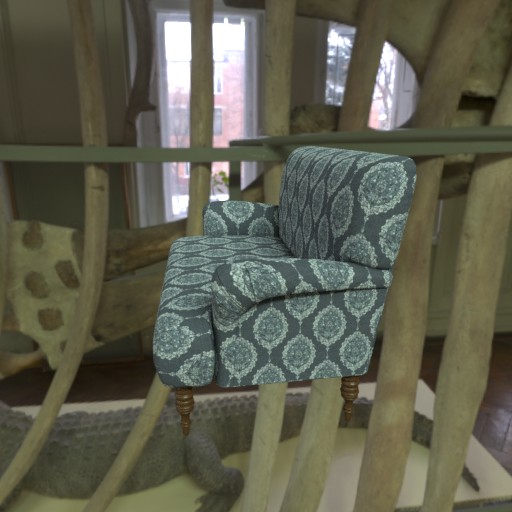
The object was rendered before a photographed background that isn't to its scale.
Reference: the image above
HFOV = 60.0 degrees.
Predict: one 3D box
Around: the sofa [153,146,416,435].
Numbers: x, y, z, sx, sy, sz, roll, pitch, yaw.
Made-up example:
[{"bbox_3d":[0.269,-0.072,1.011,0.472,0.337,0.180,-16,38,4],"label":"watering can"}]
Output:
[{"bbox_3d":[0.000,0.000,1.862,0.779,0.867,1.297,-2,16,-8],"label":"sofa"}]
